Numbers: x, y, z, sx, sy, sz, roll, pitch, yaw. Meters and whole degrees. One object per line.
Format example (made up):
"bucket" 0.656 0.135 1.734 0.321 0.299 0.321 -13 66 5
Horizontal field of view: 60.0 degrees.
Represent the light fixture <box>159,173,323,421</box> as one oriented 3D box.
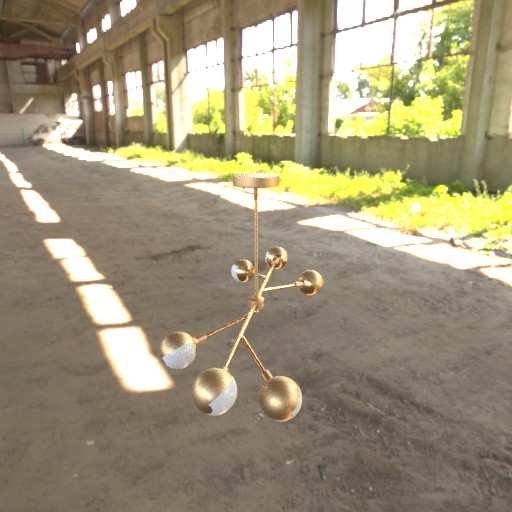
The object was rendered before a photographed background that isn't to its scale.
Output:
"light fixture" 0.000 0.000 1.005 0.434 0.362 0.778 8 18 25
